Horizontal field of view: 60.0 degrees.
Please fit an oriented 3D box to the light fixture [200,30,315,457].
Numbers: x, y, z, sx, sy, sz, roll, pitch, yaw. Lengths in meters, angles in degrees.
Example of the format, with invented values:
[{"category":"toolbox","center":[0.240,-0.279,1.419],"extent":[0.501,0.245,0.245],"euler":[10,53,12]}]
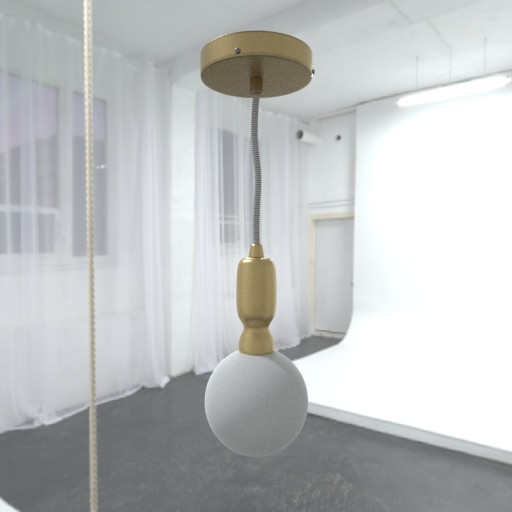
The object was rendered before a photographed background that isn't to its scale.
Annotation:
[{"category":"light fixture","center":[0.000,0.000,0.573],"extent":[0.147,0.510,0.146],"euler":[0,1,17]}]
